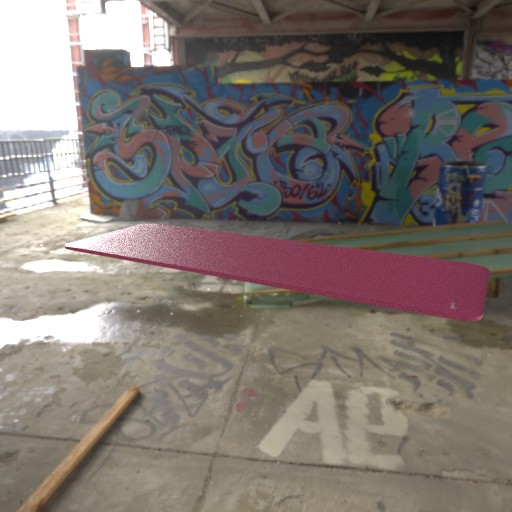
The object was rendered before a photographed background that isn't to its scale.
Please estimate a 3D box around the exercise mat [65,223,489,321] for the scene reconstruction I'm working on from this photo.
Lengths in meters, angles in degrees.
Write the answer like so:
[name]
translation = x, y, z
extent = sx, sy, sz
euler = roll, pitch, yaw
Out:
[exercise mat]
translation = 0.000, 0.000, 2.018
extent = 1.884, 0.021, 0.616
euler = 8, 18, 27
